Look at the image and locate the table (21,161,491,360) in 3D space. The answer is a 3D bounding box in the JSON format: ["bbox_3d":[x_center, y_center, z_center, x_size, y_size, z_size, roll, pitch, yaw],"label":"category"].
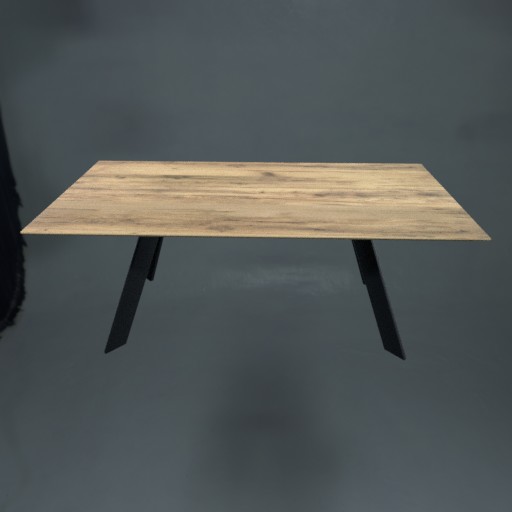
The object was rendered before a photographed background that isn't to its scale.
[{"bbox_3d":[0.000,0.000,2.507,2.000,0.770,1.000,1,30,2],"label":"table"}]
